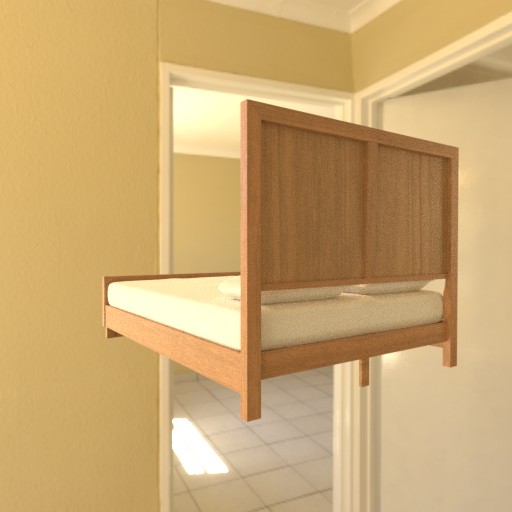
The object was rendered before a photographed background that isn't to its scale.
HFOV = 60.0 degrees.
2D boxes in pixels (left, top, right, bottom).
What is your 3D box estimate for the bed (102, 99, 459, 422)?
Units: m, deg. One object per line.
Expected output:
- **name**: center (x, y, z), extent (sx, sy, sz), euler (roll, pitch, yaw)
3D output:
- **bed**: center (0.000, 0.000, 3.256), extent (1.606, 1.387, 2.184), euler (-1, 1, -35)
